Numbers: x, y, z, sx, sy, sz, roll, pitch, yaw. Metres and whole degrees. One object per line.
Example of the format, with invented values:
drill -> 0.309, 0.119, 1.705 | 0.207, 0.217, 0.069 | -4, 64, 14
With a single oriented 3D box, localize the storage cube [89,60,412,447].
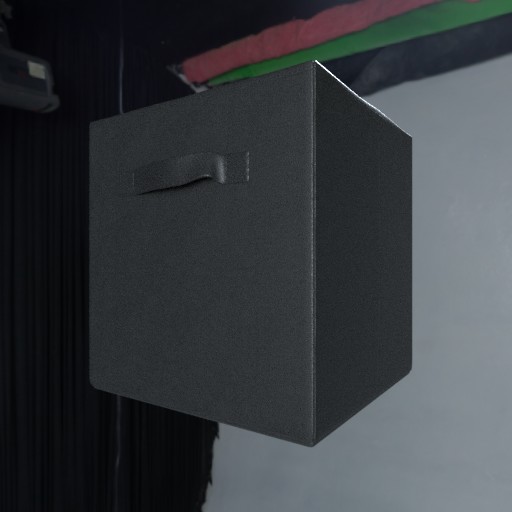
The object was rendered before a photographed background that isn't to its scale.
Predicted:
storage cube -> 0.000, 0.000, 0.487 | 0.270, 0.280, 0.270 | 0, 0, 35
